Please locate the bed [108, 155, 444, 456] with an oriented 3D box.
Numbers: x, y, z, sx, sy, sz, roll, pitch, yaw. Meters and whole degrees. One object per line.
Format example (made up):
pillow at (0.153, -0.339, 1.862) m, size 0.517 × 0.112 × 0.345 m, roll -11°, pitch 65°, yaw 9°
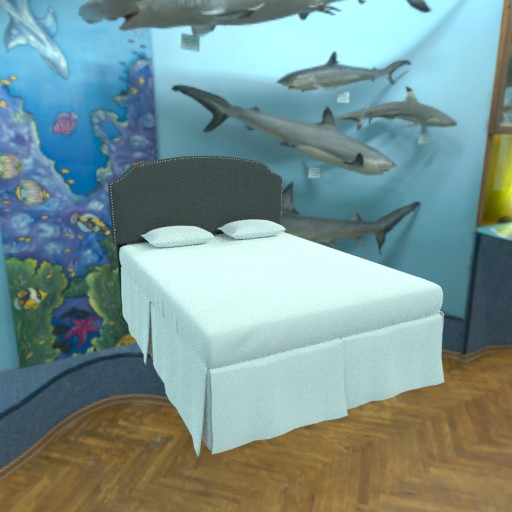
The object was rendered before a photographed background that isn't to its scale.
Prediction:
bed at (0.000, 0.000, 2.979) m, size 1.558 × 1.270 × 1.999 m, roll -7°, pitch 16°, yaw -27°
